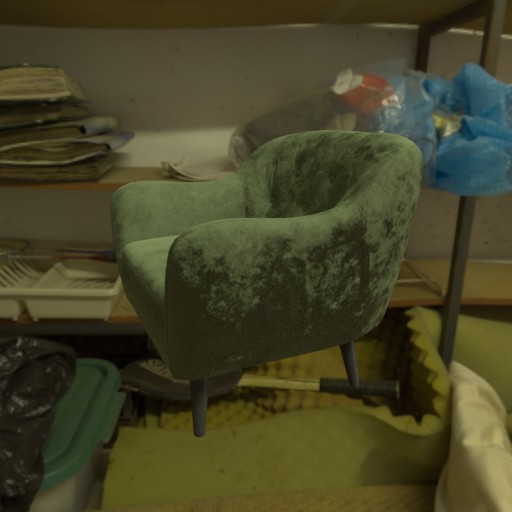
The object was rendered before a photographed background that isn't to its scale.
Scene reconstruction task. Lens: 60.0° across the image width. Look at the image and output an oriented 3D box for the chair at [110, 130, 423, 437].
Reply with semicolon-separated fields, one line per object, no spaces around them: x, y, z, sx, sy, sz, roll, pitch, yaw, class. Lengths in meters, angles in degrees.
0.000;0.000;1.486;0.819;0.804;0.840;-8;18;-25;chair
